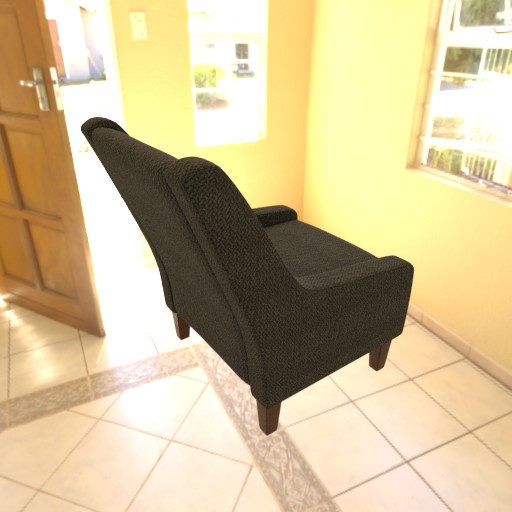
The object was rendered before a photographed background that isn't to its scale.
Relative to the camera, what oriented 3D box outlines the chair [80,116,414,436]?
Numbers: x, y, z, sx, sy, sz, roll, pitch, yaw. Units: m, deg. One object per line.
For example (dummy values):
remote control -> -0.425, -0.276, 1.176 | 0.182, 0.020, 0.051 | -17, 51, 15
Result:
chair -> 0.000, 0.000, 1.693 | 0.944, 1.012, 0.793 | -18, 32, -31
